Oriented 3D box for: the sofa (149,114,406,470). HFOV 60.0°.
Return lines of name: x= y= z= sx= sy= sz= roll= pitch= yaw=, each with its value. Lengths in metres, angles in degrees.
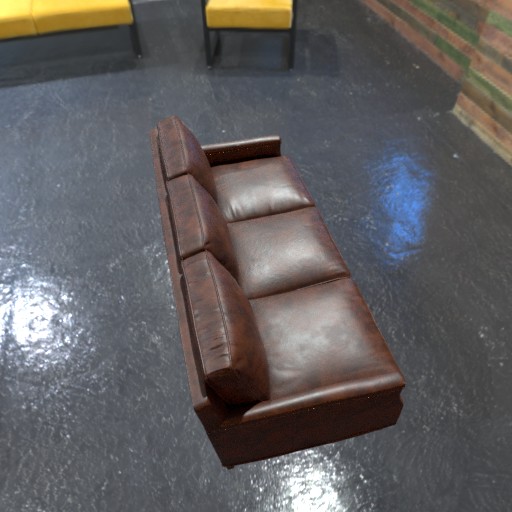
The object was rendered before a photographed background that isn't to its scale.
sofa: x=0.000 y=0.000 z=2.846 sx=1.084 sy=1.003 sz=2.240 roll=-10 pitch=48 yaw=-9
